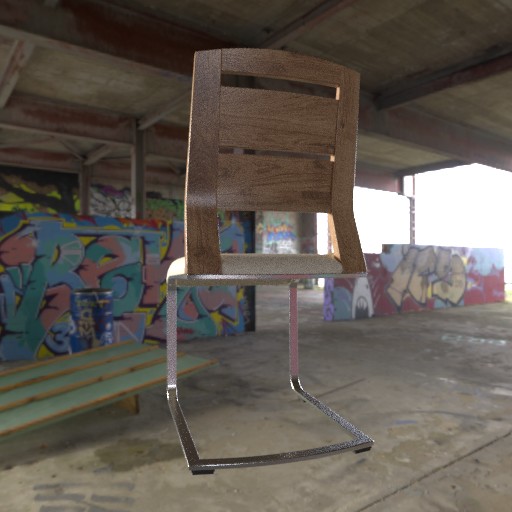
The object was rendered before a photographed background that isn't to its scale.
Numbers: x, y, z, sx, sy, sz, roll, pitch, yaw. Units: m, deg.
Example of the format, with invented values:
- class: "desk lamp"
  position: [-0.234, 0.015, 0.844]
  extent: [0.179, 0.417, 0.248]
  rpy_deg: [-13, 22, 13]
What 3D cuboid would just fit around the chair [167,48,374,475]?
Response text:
- class: "chair"
  position: [0.000, 0.000, 1.266]
  extent: [0.457, 0.955, 0.561]
  rpy_deg: [0, 0, -17]
